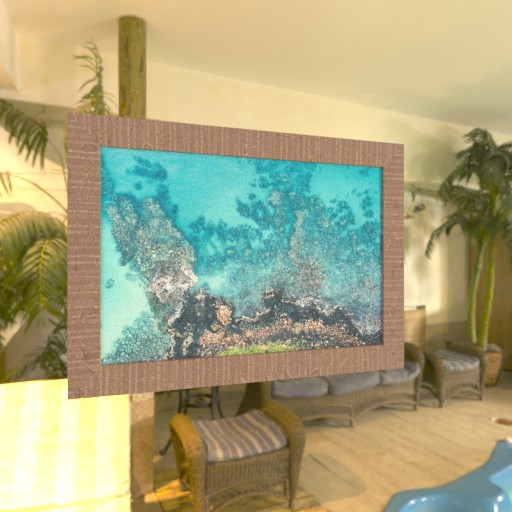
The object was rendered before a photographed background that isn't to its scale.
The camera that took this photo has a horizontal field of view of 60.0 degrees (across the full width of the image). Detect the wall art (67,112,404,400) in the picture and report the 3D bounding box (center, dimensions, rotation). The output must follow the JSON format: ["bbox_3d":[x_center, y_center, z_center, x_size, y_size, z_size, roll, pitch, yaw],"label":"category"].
[{"bbox_3d":[0.000,0.000,1.346,1.056,0.761,0.020,0,0,-19],"label":"wall art"}]
